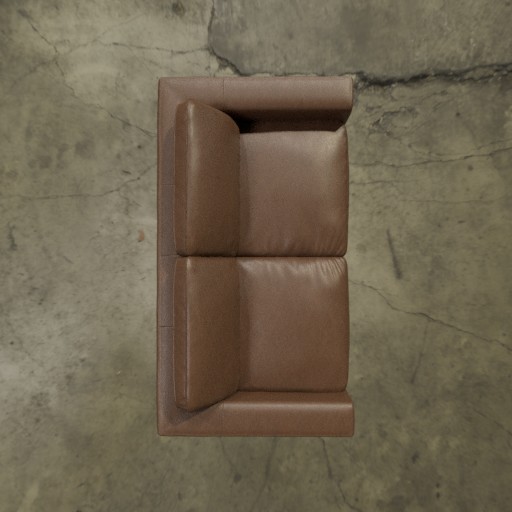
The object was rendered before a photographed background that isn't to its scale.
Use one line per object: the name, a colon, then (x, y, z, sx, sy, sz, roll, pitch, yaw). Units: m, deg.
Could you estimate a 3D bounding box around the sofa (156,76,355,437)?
sofa: (0.000, 0.000, 2.502, 1.070, 0.800, 1.920, 0, 89, 1)
